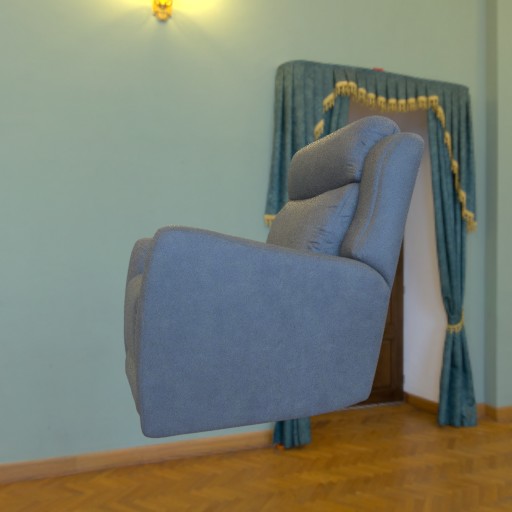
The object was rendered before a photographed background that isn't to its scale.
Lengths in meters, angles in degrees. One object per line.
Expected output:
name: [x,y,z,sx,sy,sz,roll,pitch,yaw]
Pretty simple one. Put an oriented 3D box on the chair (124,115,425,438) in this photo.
chair: [0.000,0.000,1.896,1.068,1.116,0.967,0,0,-19]
